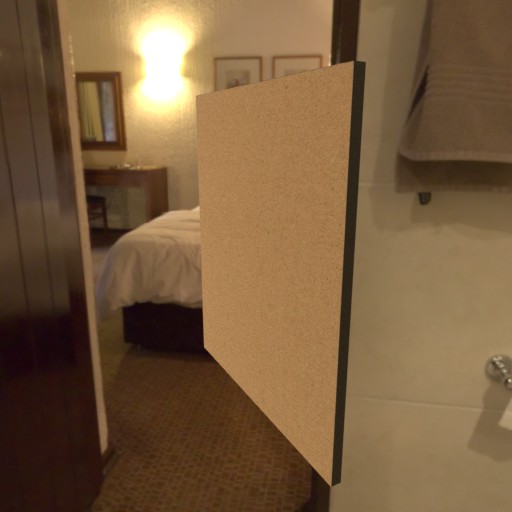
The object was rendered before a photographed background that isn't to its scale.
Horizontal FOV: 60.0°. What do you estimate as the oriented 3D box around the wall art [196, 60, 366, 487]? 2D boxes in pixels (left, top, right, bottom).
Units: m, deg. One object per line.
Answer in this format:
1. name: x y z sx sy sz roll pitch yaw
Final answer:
1. wall art: 0.000 0.000 1.185 0.028 0.863 0.755 -8 17 -27
